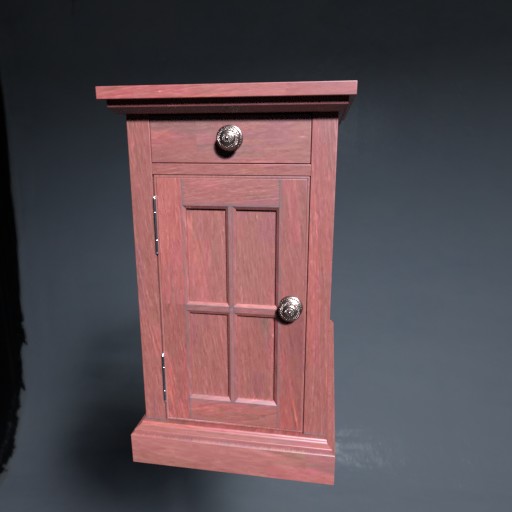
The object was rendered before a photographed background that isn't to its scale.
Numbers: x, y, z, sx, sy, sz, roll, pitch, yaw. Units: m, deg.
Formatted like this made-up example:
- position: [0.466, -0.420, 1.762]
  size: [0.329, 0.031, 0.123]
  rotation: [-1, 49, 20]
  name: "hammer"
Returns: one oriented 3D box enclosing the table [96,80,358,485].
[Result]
- position: [0.000, 0.000, 0.939]
  size: [0.356, 0.612, 0.584]
  rotation: [2, 14, 9]
  name: "table"
